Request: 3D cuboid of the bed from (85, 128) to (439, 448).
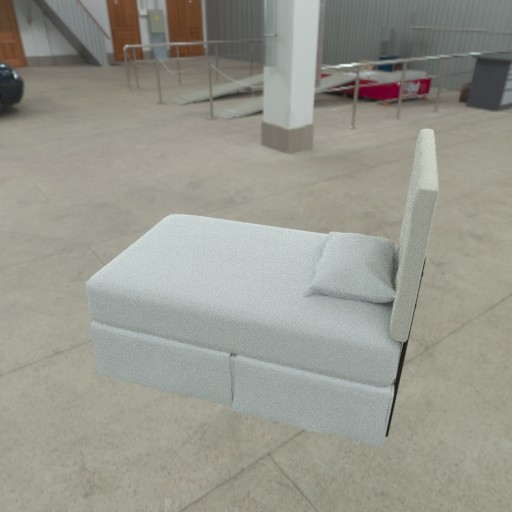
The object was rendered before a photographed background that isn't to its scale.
[{"bbox_3d":[0.000,0.000,2.943,1.997,1.571,1.261,9,30,16],"label":"bed"}]
